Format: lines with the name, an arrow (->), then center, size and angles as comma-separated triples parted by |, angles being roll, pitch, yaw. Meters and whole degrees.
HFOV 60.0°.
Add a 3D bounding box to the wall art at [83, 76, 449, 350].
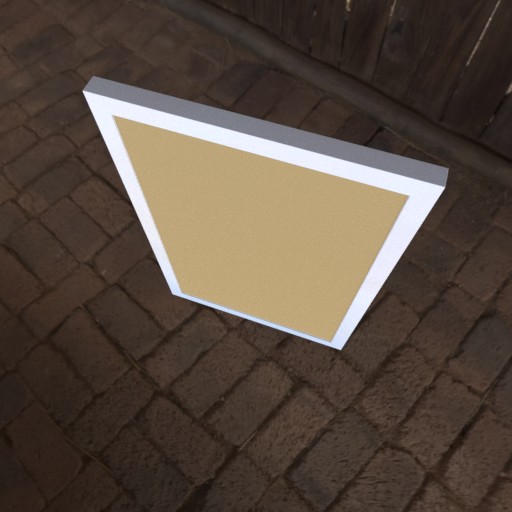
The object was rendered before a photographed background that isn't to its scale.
wall art -> 0.000, 0.000, 1.124 | 0.612, 0.915, 0.039 | 17, 64, 9
